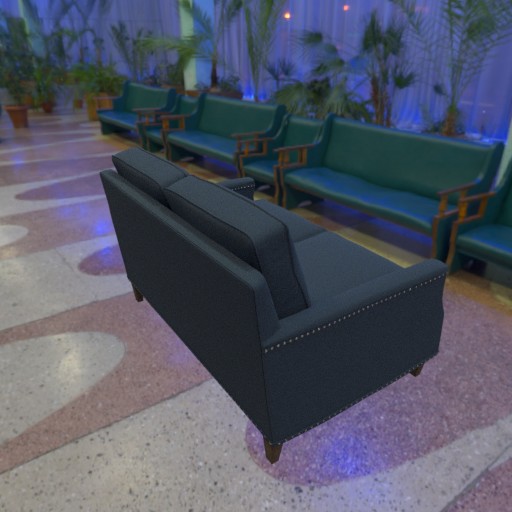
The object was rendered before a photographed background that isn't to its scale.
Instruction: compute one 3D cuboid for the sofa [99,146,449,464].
[{"bbox_3d":[0.000,0.000,2.293,1.084,1.003,1.597,-17,31,-30],"label":"sofa"}]
